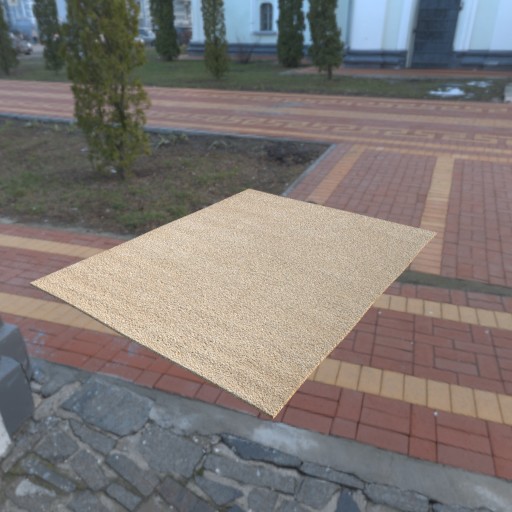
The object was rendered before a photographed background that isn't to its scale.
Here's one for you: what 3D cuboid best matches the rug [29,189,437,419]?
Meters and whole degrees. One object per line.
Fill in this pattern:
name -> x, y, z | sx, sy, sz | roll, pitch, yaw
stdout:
rug -> 0.000, 0.000, 4.078 | 2.400, 0.026, 3.000 | 18, 32, 32
